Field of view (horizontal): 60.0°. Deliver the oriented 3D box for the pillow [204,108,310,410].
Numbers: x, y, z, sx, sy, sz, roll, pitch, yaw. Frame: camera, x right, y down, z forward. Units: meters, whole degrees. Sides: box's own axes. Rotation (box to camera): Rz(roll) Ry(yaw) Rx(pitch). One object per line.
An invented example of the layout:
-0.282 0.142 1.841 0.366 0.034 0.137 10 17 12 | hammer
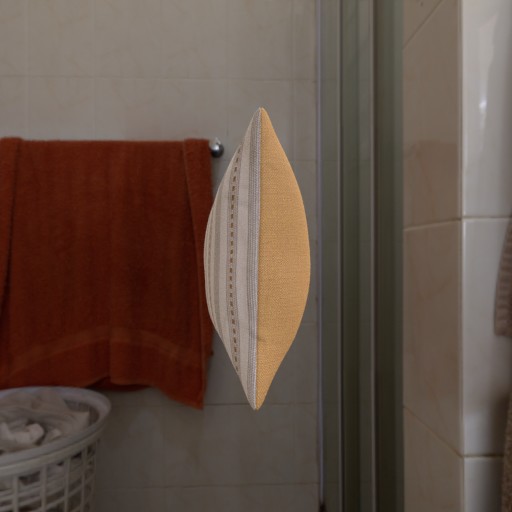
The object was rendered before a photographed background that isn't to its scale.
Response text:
0.000 0.000 0.726 0.151 0.291 0.608 0 0 0 | pillow
